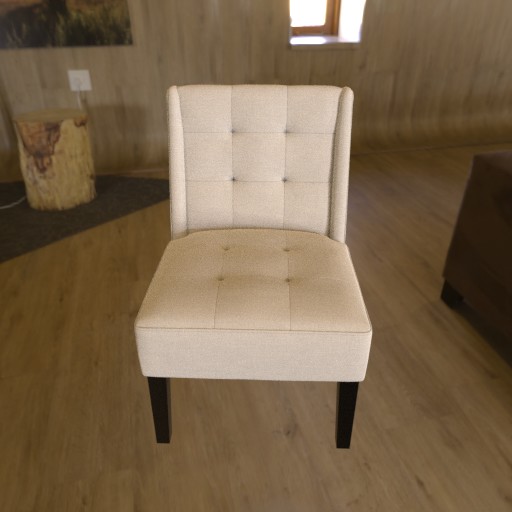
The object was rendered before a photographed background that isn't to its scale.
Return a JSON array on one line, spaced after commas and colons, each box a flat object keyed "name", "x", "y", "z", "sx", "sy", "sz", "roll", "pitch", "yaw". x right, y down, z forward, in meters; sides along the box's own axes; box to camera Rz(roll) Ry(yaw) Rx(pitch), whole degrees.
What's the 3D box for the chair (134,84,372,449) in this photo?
[{"name": "chair", "x": 0.000, "y": 0.000, "z": 1.299, "sx": 0.569, "sy": 0.853, "sz": 0.676, "roll": 1, "pitch": 31, "yaw": 2}]
